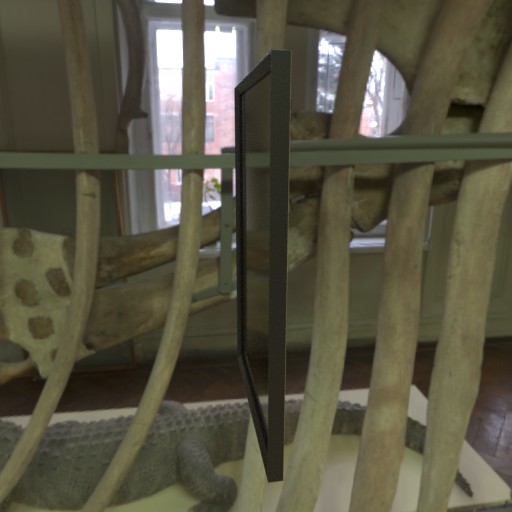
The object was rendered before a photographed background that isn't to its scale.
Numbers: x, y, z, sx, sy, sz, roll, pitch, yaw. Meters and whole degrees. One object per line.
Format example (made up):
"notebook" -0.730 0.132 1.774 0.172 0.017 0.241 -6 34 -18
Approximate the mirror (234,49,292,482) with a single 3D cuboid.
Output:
"mirror" 0.000 0.000 1.194 0.041 0.915 0.609 -2 15 -9
